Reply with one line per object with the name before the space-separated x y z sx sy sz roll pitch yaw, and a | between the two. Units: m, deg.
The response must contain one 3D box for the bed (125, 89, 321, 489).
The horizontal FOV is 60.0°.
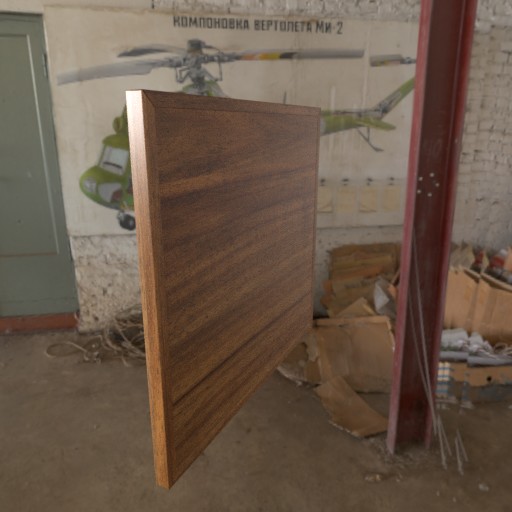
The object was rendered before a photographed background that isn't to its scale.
bed | 0.000 0.000 1.428 0.043 0.940 1.041 8 18 26
